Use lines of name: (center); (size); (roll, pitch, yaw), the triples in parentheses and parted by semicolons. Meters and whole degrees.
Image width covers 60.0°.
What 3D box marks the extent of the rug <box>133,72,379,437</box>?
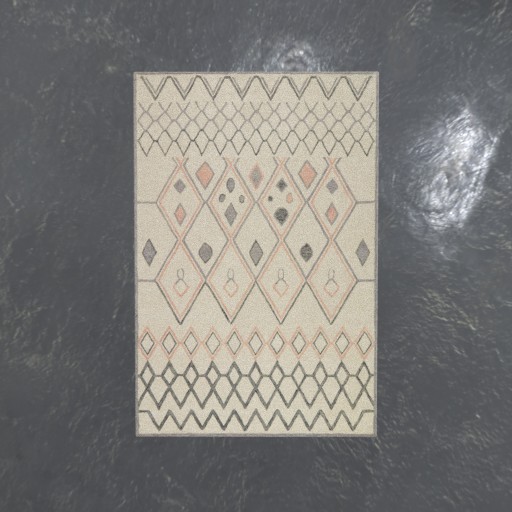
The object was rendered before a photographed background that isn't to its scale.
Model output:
rug: (0.000, 0.000, 2.224); (1.219, 0.016, 1.829); (0, 91, 0)
